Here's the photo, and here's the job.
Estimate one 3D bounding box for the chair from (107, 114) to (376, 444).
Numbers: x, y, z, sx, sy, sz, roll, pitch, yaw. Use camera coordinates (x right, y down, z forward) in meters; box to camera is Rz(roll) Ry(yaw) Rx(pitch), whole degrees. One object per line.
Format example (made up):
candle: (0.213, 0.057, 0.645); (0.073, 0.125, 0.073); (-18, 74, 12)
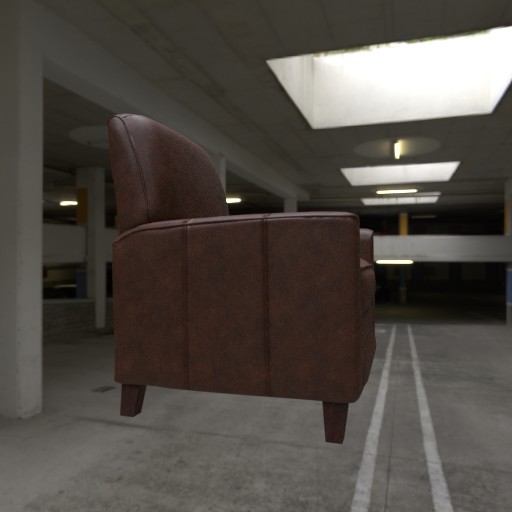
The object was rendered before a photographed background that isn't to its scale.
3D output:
chair: (0.000, 0.000, 1.649); (0.850, 1.010, 0.839); (0, 0, 18)
